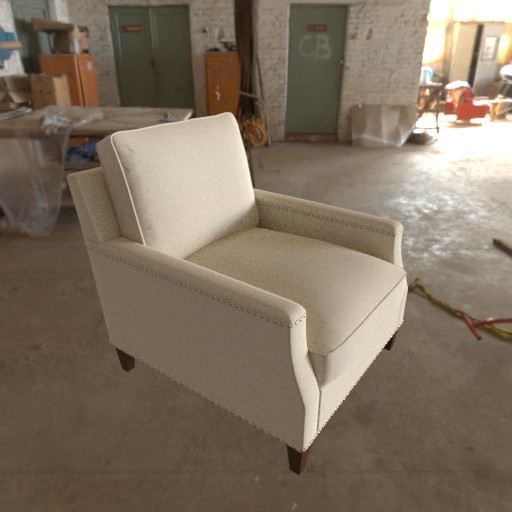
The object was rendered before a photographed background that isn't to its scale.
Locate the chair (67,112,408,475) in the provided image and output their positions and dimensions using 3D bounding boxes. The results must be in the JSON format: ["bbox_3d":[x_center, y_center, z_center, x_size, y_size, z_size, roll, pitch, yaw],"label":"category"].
[{"bbox_3d":[0.000,0.000,1.705,1.014,0.943,0.853,18,31,32],"label":"chair"}]
